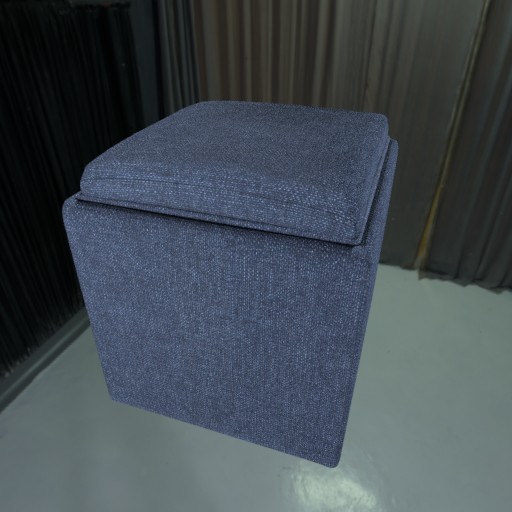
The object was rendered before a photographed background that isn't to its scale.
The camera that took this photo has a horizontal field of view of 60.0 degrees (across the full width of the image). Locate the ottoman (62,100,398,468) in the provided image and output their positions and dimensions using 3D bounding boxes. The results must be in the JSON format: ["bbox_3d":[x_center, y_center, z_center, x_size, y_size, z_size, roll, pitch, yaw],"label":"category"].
[{"bbox_3d":[0.000,0.000,0.833,0.436,0.493,0.454,10,34,16],"label":"ottoman"}]
